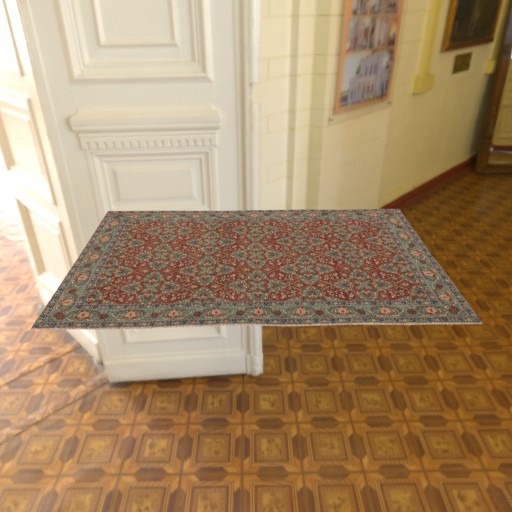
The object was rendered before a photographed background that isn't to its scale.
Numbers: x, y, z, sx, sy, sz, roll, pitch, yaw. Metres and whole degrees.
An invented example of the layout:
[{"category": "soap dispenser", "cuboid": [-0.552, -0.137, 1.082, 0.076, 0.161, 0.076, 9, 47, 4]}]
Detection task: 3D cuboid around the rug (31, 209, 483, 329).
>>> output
[{"category": "rug", "cuboid": [0.000, 0.000, 3.047, 2.439, 0.011, 1.533, -1, 30, -1]}]
